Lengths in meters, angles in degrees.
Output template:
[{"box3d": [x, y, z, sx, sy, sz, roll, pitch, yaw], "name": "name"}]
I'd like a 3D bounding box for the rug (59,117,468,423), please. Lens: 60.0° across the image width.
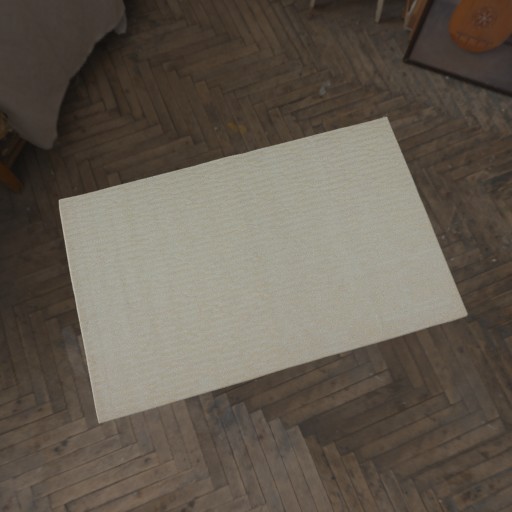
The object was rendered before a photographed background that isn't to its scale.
[{"box3d": [0.000, 0.000, 2.980, 2.441, 0.014, 1.531, -15, 75, -4], "name": "rug"}]
